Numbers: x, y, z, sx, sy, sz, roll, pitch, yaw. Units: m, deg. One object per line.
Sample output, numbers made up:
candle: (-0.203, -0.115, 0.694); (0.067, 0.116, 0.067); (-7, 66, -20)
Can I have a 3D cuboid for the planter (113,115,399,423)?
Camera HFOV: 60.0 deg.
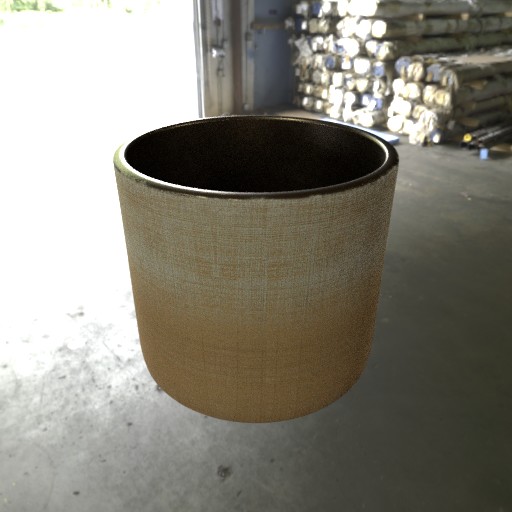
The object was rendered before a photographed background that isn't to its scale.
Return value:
planter: (0.000, 0.000, 0.396); (0.221, 0.201, 0.221); (0, 30, 0)
